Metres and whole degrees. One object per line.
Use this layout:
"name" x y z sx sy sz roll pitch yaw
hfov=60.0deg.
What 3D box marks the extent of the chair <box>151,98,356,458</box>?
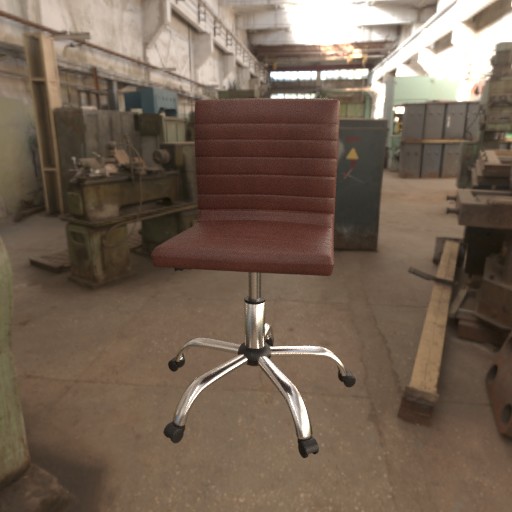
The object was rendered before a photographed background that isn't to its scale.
"chair" 0.000 0.000 1.142 0.556 0.780 0.530 3 17 9
